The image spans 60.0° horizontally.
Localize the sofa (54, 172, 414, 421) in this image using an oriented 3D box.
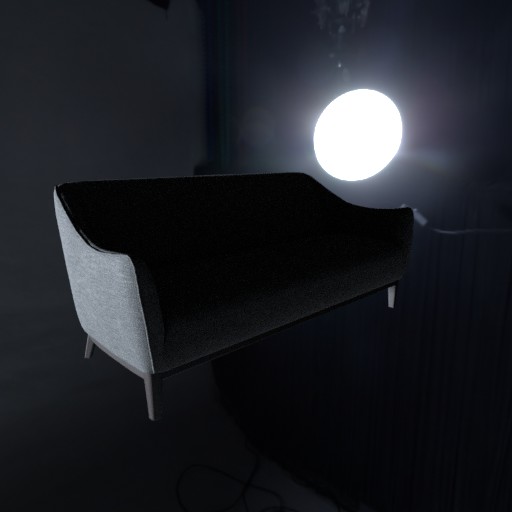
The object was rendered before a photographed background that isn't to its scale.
[{"bbox_3d":[0.000,0.000,2.380,1.928,0.829,0.867,-12,18,-43],"label":"sofa"}]
